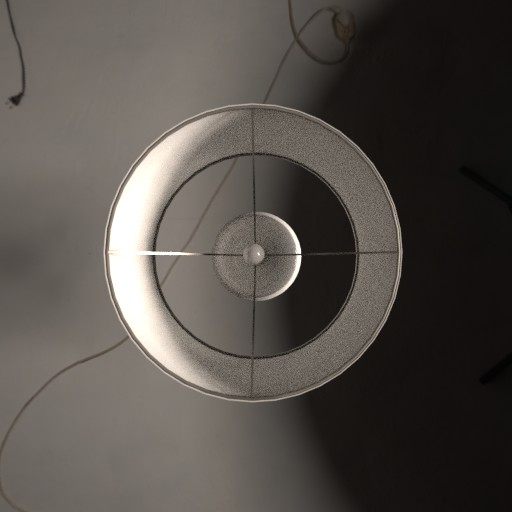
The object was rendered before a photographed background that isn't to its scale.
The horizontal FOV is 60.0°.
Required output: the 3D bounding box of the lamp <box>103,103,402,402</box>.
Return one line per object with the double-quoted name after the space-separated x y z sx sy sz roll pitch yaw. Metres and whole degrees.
0.000 0.000 0.704 0.310 0.502 0.310 0 89 1 "lamp"
